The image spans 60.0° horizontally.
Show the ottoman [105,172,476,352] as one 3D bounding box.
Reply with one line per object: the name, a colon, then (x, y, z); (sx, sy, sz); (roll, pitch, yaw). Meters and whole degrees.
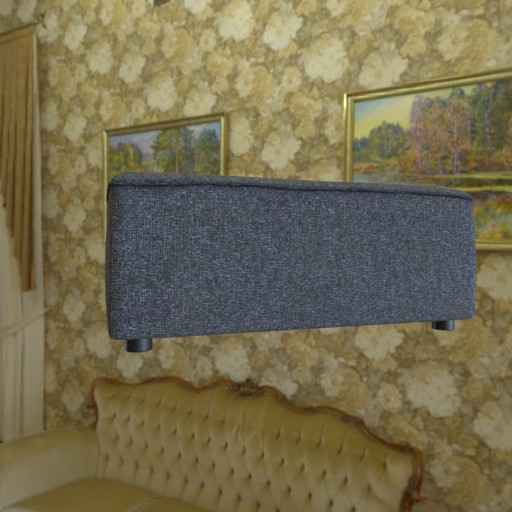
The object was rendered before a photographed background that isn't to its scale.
ottoman: (0.000, 0.000, 1.569); (1.017, 0.423, 1.021); (0, 1, -18)
